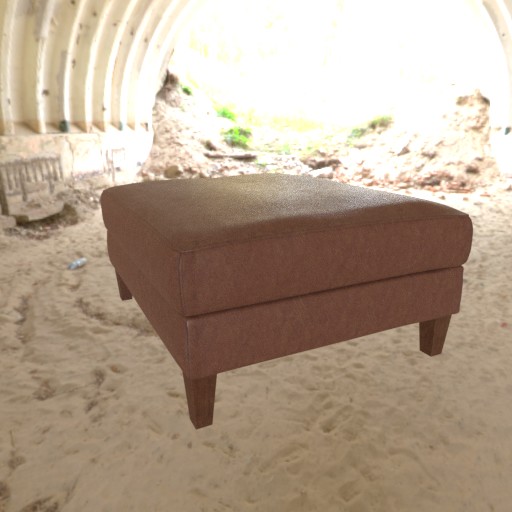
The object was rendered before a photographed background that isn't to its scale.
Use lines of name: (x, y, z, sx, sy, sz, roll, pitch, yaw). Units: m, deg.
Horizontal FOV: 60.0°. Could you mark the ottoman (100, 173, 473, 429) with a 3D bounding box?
ottoman: (0.000, 0.000, 1.461, 0.836, 0.472, 0.987, -8, 18, -26)
